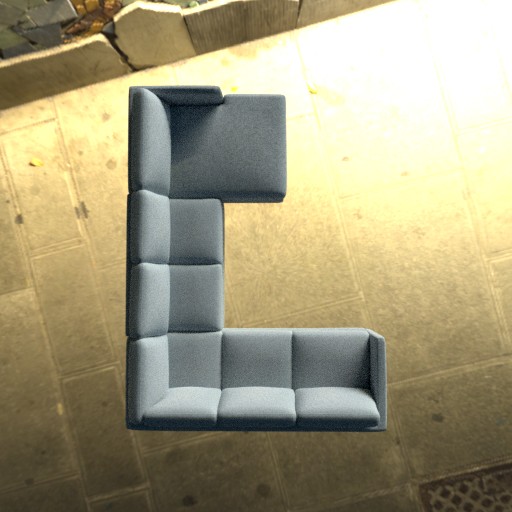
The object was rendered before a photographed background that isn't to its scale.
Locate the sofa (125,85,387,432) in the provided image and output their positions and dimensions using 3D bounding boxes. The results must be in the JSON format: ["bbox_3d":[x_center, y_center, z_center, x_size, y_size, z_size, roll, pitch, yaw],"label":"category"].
[{"bbox_3d":[0.000,0.000,4.556,2.551,0.889,3.403,0,88,1],"label":"sofa"}]
